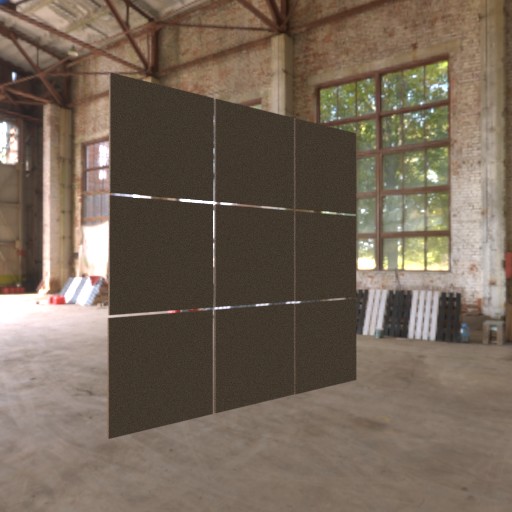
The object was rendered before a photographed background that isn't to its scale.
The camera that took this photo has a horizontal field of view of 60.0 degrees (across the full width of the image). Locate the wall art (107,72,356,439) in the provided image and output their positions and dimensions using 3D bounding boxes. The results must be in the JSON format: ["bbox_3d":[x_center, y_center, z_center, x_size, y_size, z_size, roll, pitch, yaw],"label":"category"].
[{"bbox_3d":[0.000,0.000,1.831,1.216,1.216,0.013,0,0,-36],"label":"wall art"}]
